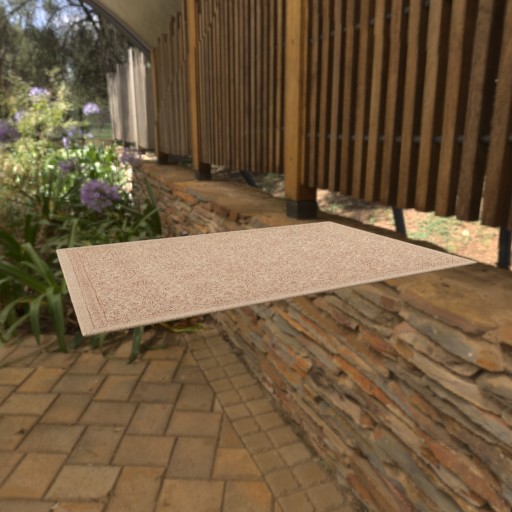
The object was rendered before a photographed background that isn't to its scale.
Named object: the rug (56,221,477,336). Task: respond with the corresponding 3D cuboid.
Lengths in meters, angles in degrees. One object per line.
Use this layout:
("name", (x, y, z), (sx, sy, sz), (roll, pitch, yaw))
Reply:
("rug", (0.000, 0.000, 2.299), (1.829, 0.010, 1.219), (-8, 17, -26))
